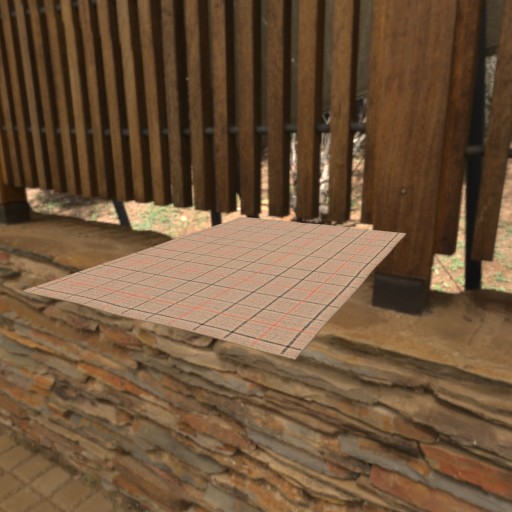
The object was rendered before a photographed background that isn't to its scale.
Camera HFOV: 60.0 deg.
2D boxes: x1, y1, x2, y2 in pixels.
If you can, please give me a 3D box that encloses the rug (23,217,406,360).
[{"bbox_3d":[0.000,0.000,2.343,1.220,0.013,1.829,8,18,27],"label":"rug"}]
